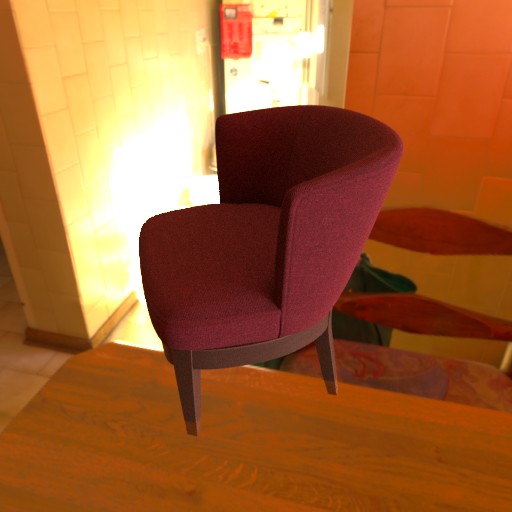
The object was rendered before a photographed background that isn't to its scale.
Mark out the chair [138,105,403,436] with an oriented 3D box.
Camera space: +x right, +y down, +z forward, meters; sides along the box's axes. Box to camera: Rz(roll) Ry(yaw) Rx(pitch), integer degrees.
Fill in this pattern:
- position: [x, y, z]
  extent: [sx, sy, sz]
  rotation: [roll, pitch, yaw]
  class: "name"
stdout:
- position: [0.000, 0.000, 1.295]
  extent: [0.660, 0.760, 0.700]
  rotation: [-8, 30, -14]
  class: "chair"
